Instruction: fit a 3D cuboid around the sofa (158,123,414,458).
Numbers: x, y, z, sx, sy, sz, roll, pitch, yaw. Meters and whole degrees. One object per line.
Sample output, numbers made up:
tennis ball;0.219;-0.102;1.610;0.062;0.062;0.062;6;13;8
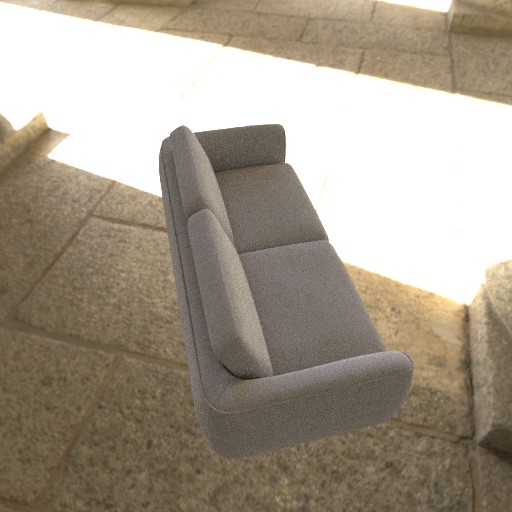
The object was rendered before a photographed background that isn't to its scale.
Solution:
sofa;0.000;0.000;2.472;0.920;0.850;2.000;-10;47;-9
